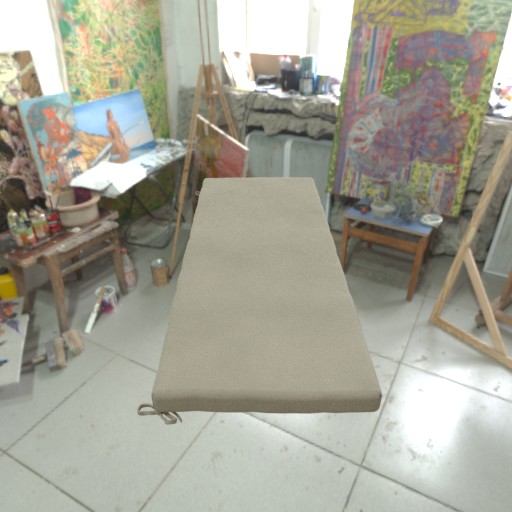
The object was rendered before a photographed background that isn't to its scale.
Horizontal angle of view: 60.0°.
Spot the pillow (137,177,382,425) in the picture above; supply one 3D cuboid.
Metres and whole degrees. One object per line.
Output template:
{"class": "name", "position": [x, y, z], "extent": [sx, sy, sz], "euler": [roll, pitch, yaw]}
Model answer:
{"class": "pillow", "position": [0.000, 0.000, 1.359], "extent": [0.492, 0.081, 1.187], "euler": [0, 31, 0]}
